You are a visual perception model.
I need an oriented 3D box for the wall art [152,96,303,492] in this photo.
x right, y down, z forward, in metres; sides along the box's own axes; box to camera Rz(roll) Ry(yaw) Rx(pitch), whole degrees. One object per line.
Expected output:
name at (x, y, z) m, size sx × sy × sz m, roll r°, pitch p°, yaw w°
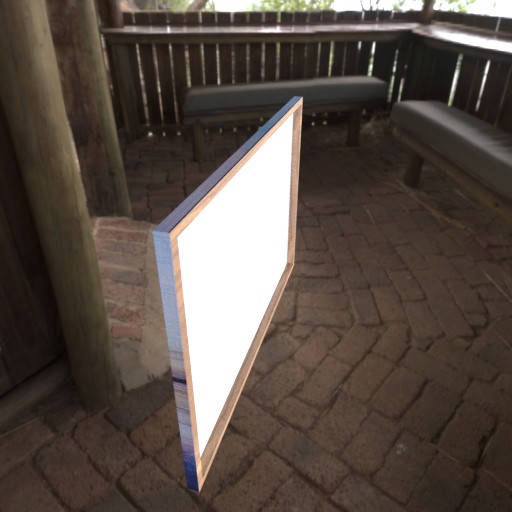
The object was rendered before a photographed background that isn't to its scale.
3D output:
wall art at (0.000, 0.000, 1.413) m, size 0.034 × 0.756 × 1.137 m, roll 9°, pitch 32°, yaw 14°
